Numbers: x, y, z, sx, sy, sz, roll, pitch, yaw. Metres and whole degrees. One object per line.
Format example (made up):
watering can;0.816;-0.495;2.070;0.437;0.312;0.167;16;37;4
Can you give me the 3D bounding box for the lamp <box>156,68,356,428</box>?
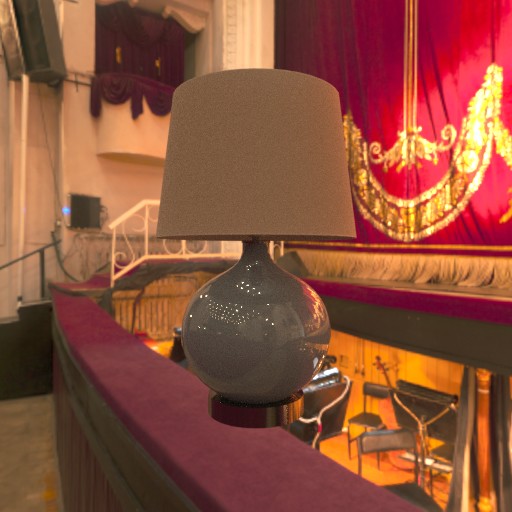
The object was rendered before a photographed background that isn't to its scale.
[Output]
lamp;0.000;0.000;0.557;0.247;0.387;0.247;0;0;0
